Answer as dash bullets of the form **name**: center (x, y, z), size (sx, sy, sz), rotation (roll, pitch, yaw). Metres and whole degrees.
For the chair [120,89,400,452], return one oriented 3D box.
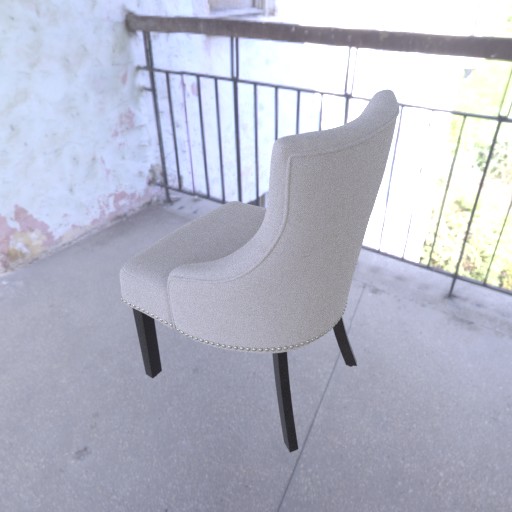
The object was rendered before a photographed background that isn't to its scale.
- **chair**: center (0.000, 0.000, 1.292), size (0.629, 0.909, 0.566), rotation (21, 38, 29)
